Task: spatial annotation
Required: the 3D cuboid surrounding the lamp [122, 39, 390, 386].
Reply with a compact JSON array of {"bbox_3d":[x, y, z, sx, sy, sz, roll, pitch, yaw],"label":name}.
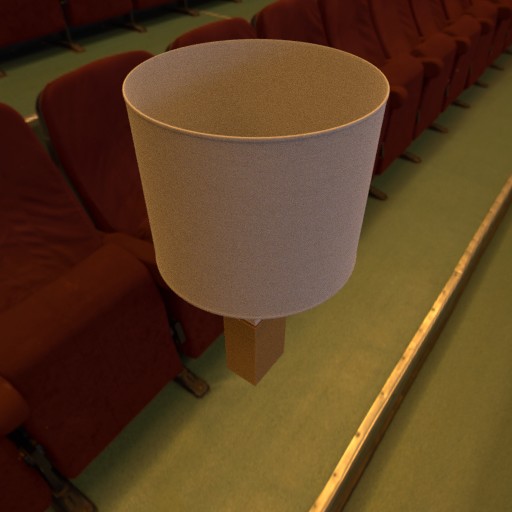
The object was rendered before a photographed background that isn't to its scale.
[{"bbox_3d":[0.000,0.000,0.527,0.229,0.417,0.229,26,48,26],"label":"lamp"}]
